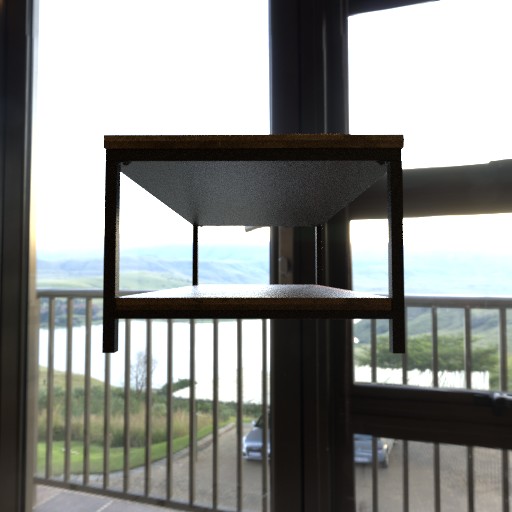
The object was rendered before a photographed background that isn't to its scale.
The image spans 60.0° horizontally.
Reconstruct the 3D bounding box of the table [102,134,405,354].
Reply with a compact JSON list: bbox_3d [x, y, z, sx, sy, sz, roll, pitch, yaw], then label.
[{"bbox_3d":[0.000,0.000,1.352,0.551,0.399,1.100,0,-2,1],"label":"table"}]
